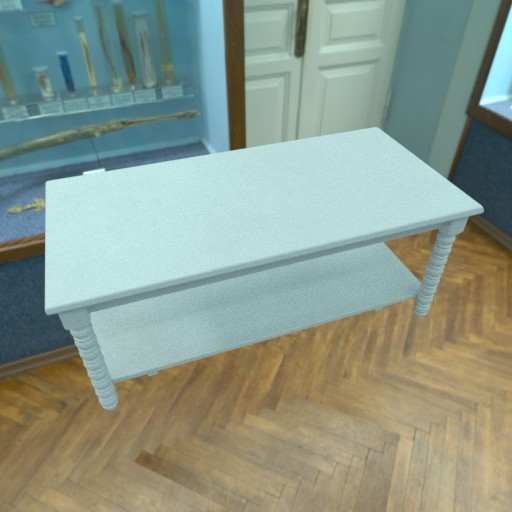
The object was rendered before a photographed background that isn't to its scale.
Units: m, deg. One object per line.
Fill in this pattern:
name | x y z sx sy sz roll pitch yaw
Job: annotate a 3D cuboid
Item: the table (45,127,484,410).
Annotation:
table | 0.000 0.000 1.462 1.171 0.487 0.580 -13 42 -15
